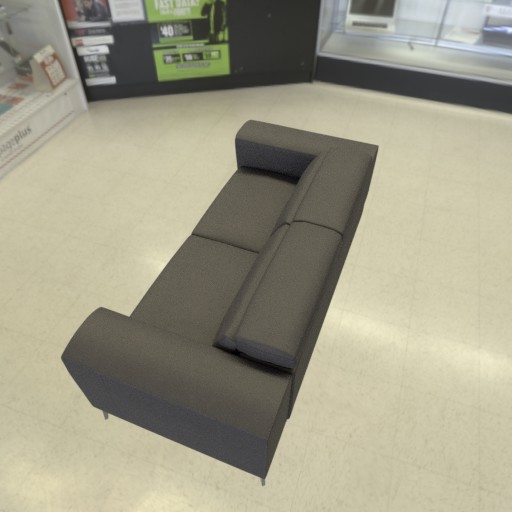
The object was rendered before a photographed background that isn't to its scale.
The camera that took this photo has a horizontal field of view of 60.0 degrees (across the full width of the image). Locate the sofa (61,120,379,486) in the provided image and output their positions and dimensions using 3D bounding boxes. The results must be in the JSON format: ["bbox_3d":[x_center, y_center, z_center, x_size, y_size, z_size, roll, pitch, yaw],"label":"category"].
[{"bbox_3d":[0.000,0.000,2.806,1.048,0.814,2.330,16,48,15],"label":"sofa"}]
